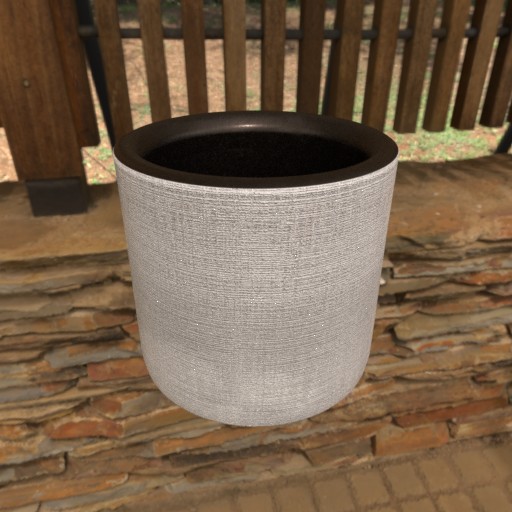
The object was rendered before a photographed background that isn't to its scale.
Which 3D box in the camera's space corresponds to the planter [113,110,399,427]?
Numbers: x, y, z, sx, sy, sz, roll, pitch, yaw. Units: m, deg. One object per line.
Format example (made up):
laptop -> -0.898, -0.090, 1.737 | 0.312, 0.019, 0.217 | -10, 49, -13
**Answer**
planter -> 0.000, 0.000, 0.289 | 0.160, 0.156, 0.160 | 0, 29, 0
